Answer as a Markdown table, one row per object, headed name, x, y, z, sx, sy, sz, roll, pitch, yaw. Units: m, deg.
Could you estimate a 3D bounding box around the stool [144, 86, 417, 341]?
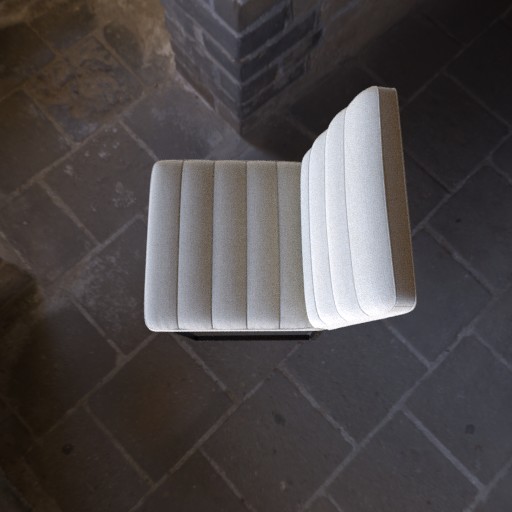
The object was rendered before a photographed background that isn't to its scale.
| name | x | y | z | sx | sy | sz | roll | pitch | yaw |
| --- | --- | --- | --- | --- | --- | --- | --- | --- | --- |
| stool | 0.000 | 0.000 | 1.312 | 0.560 | 1.040 | 0.460 | 0 | 76 | 0 |
